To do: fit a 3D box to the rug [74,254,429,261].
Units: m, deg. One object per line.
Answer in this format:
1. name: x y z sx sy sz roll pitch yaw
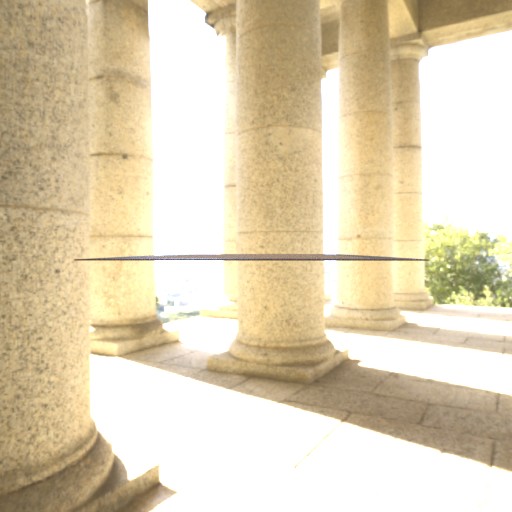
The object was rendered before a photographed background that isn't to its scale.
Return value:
1. rug: 0.000 0.000 3.064 1.521 0.006 2.435 0 1 1
